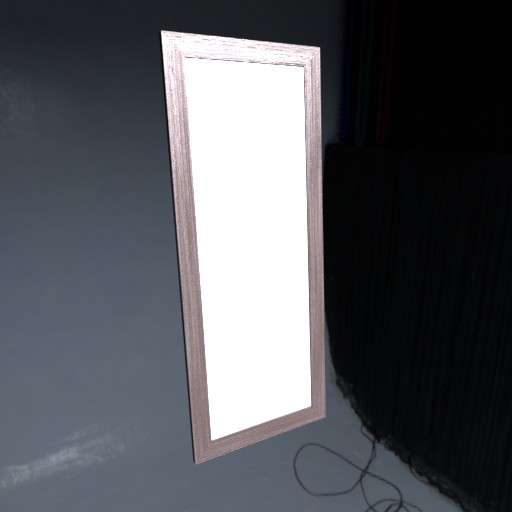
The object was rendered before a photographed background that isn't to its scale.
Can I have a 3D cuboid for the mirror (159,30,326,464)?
[{"bbox_3d":[0.000,0.000,2.236,0.812,2.020,0.221,-8,18,-27],"label":"mirror"}]
